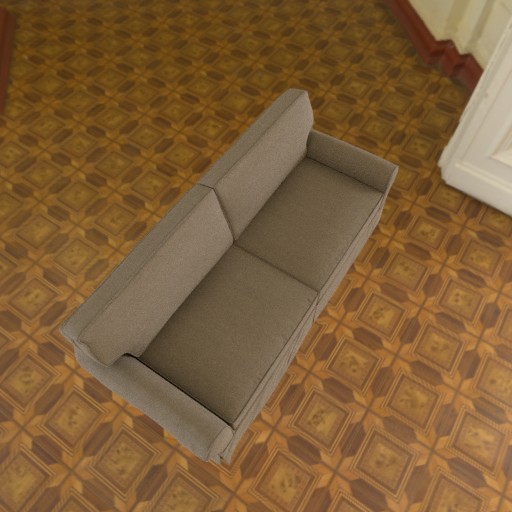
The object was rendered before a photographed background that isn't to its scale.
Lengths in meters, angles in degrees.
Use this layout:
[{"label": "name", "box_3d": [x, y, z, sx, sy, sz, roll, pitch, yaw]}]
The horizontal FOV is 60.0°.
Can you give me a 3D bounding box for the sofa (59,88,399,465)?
[{"label": "sofa", "box_3d": [0.000, 0.000, 2.777, 0.991, 0.943, 2.248, 29, 63, 17]}]
